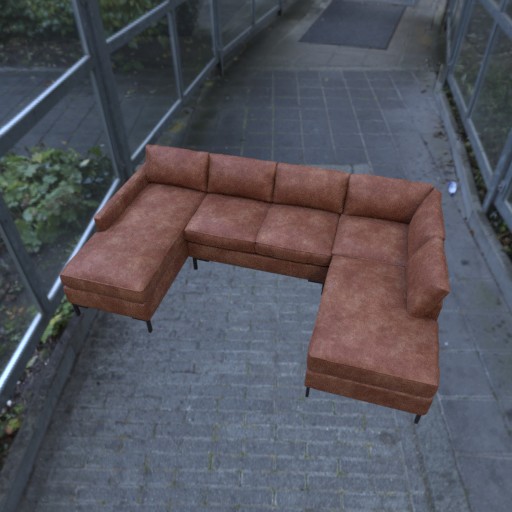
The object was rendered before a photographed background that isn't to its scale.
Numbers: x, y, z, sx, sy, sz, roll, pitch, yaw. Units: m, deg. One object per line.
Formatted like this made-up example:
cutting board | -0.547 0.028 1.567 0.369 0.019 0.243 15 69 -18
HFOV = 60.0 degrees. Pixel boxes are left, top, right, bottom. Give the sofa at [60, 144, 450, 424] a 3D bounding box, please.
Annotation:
sofa | 0.000 0.000 3.809 2.956 0.900 1.939 11 42 12
